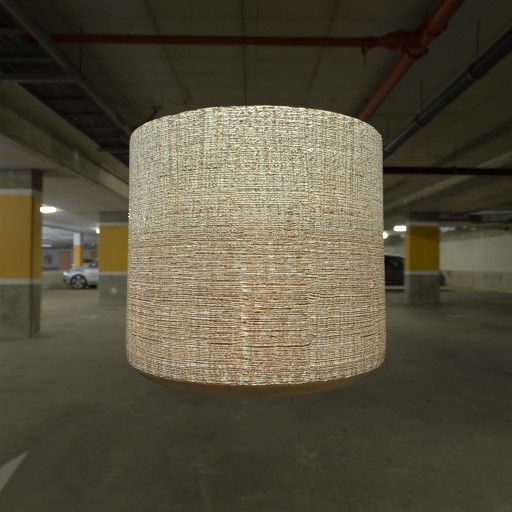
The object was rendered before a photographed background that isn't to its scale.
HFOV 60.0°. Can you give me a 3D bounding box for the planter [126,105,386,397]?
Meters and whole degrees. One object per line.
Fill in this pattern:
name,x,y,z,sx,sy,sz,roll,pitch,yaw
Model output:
planter,0.000,0.000,0.317,0.177,0.157,0.177,0,-1,0
